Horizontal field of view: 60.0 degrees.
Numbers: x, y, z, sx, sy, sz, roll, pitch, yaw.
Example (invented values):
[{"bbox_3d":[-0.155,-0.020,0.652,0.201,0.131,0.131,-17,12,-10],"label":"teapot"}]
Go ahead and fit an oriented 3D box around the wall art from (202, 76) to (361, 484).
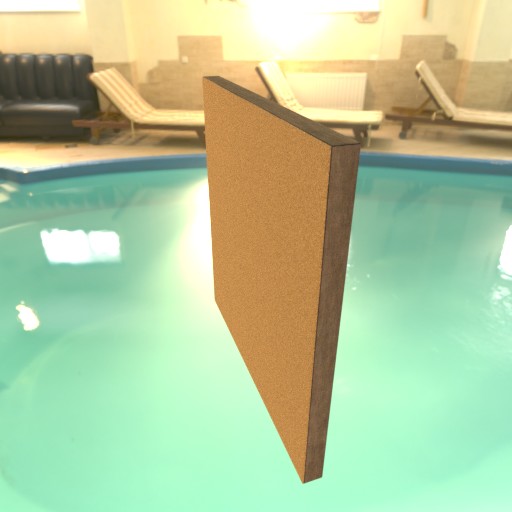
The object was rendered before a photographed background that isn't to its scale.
[{"bbox_3d":[0.000,0.000,1.108,0.050,0.751,0.749,-10,31,-17],"label":"wall art"}]
